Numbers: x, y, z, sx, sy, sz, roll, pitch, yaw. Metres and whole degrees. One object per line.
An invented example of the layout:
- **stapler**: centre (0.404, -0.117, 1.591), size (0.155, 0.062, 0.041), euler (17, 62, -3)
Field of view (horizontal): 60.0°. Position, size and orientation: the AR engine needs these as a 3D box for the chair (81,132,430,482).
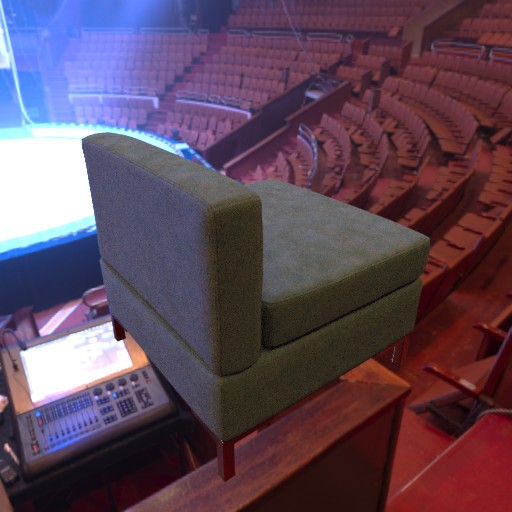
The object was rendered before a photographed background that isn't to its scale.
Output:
- **chair**: centre (0.000, 0.000, 1.238), size (0.685, 0.660, 0.684), euler (-19, 32, -33)
